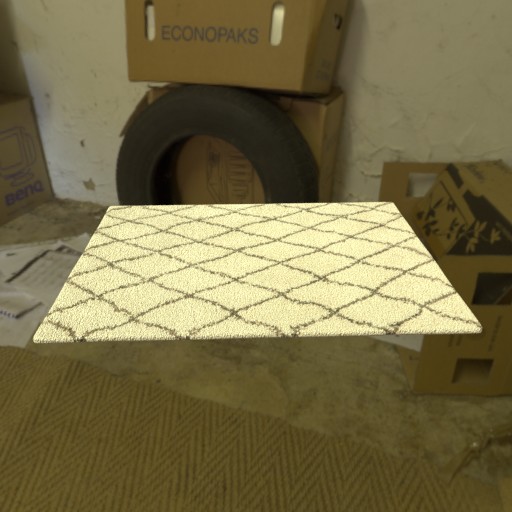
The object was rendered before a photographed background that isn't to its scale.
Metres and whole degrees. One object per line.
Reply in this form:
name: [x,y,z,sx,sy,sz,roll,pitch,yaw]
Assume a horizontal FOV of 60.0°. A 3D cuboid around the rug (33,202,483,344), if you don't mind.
rug: [0.000,0.000,2.262,1.778,0.030,1.219,-1,31,-2]
